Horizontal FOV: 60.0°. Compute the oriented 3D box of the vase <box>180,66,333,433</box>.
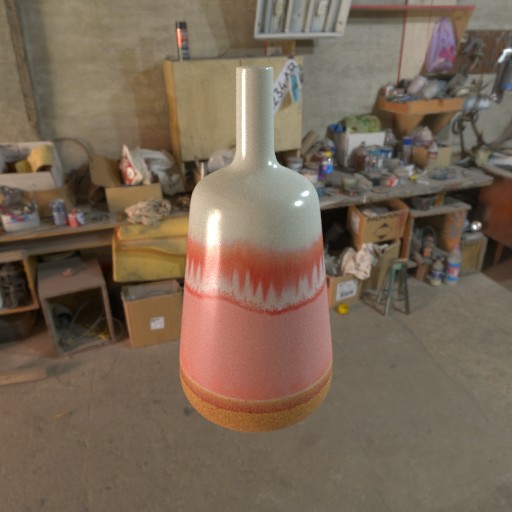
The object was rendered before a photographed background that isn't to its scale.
[{"bbox_3d":[0.000,0.000,0.377,0.144,0.296,0.144,0,25,0],"label":"vase"}]
